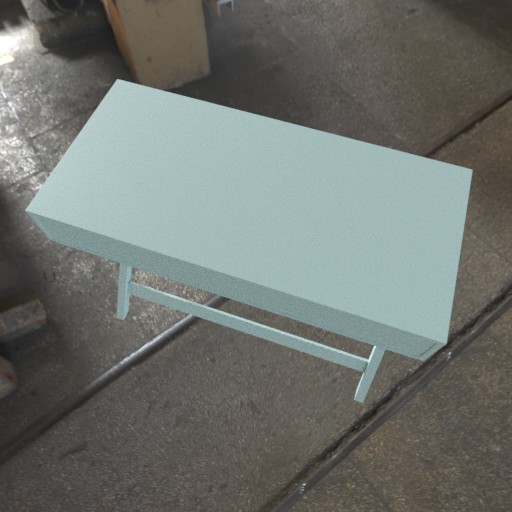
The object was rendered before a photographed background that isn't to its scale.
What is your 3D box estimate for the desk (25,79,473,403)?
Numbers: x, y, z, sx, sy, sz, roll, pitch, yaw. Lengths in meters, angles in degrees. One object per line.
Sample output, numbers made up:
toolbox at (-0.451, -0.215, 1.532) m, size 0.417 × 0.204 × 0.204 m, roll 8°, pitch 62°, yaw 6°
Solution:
desk at (0.000, 0.000, 1.503) m, size 1.057 × 0.780 × 0.525 m, roll 17°, pitch 64°, yaw 9°
